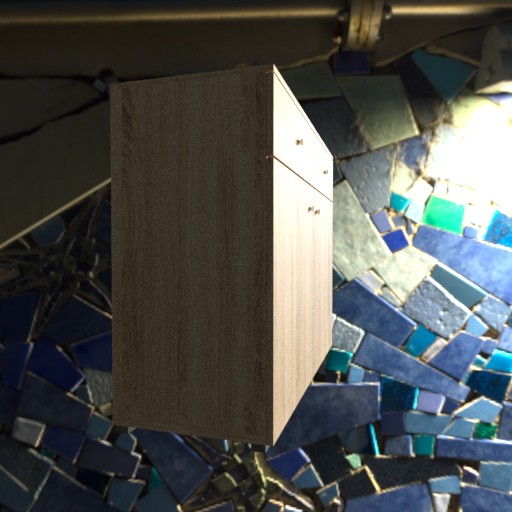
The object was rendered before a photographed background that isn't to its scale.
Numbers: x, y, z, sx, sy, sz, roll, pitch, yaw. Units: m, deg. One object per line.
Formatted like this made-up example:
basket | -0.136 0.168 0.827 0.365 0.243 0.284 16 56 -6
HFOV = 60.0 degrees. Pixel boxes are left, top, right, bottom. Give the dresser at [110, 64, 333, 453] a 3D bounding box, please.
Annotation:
dresser | 0.000 0.000 1.604 0.450 0.900 1.100 0 1 17
